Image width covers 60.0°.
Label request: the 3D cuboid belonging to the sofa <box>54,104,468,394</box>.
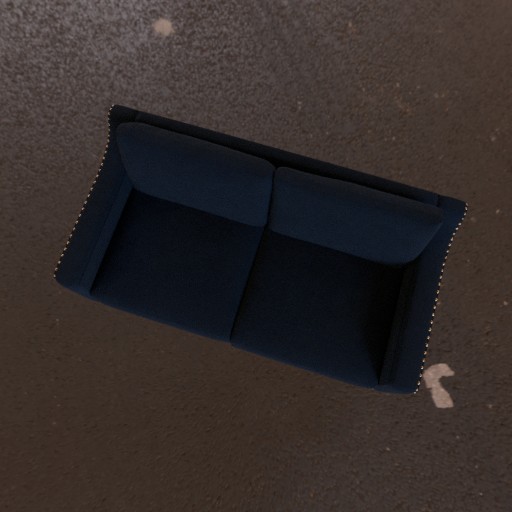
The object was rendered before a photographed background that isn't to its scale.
[{"bbox_3d":[0.000,0.000,2.688,2.107,0.983,1.104,17,75,4],"label":"sofa"}]
